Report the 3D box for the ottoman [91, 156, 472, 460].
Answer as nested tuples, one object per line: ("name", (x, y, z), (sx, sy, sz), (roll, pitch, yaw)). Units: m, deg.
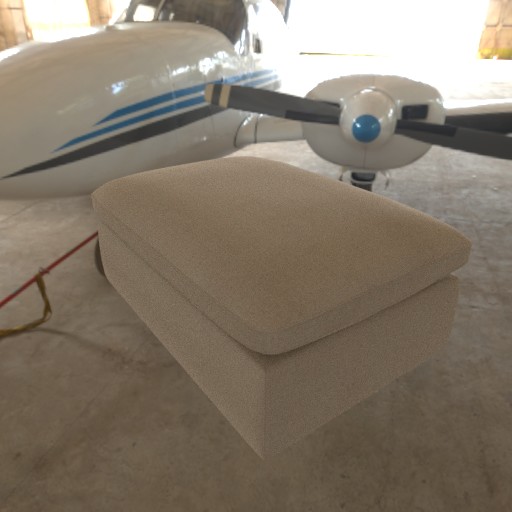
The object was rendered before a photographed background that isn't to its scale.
("ottoman", (0.000, 0.000, 1.333), (0.686, 0.453, 0.984), (-18, 31, -32))
